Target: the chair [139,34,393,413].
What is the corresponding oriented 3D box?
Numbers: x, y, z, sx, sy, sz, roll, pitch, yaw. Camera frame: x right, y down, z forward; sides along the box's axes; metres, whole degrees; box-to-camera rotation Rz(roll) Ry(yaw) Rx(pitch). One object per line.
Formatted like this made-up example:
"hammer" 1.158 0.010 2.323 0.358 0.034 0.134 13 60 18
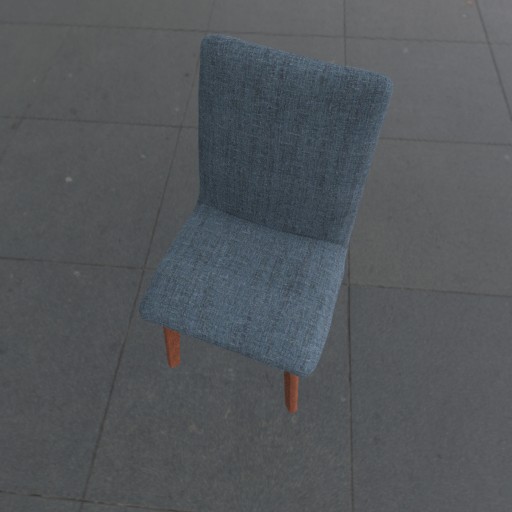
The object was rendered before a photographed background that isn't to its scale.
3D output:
"chair" 0.000 0.000 1.286 0.522 0.974 0.563 18 60 11
